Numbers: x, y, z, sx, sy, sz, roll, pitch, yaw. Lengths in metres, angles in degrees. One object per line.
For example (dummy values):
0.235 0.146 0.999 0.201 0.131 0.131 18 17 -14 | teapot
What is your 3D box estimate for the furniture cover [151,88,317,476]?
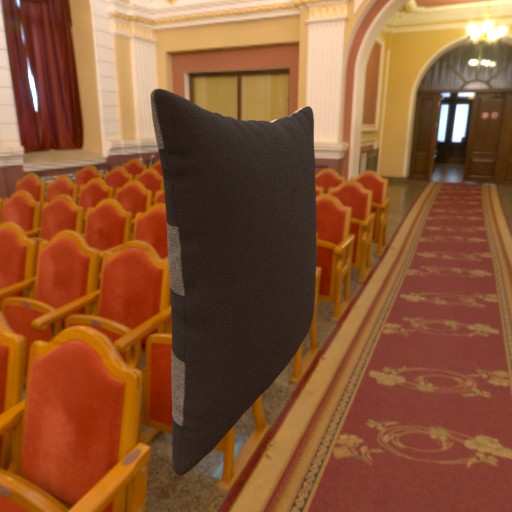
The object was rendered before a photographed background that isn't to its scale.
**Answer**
0.000 0.000 0.765 0.161 0.509 0.511 8 18 24 | furniture cover
